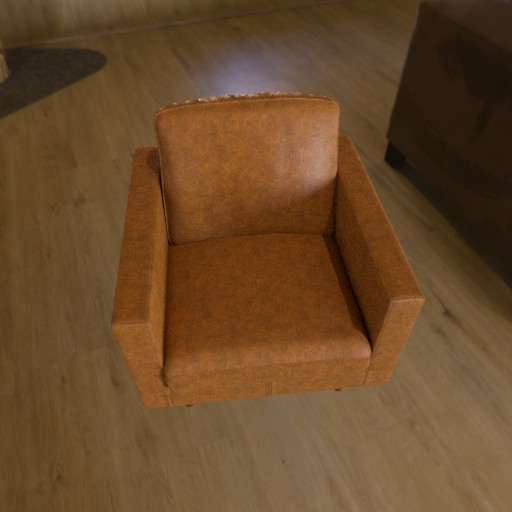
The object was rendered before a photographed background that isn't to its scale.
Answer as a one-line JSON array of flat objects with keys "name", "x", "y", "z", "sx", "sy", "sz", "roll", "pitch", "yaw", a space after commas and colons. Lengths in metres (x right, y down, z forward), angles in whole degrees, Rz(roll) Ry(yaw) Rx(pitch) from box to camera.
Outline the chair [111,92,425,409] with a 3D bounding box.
[{"name": "chair", "x": 0.000, "y": 0.000, "z": 1.662, "sx": 0.890, "sy": 0.956, "sz": 0.909, "roll": -5, "pitch": 47, "yaw": -4}]
